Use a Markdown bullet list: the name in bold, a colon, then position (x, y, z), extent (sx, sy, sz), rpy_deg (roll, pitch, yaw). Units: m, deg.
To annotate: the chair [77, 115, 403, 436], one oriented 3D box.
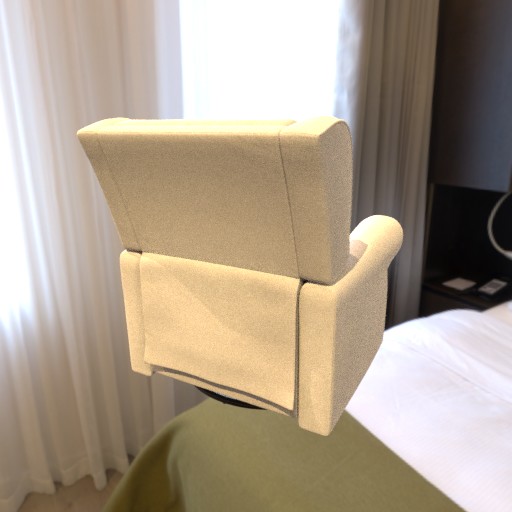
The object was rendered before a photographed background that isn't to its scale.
- **chair**: position (0.000, 0.000, 1.628), extent (0.906, 0.967, 0.854), rpy_deg (9, 18, 28)
